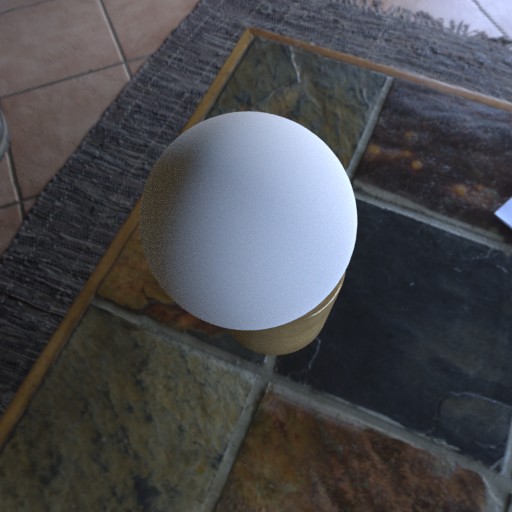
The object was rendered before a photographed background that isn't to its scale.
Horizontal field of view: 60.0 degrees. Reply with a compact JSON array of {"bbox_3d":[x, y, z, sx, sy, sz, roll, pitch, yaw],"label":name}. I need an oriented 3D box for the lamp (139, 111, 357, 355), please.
[{"bbox_3d":[0.000,0.000,0.346,0.152,0.250,0.141,-19,66,-9],"label":"lamp"}]
